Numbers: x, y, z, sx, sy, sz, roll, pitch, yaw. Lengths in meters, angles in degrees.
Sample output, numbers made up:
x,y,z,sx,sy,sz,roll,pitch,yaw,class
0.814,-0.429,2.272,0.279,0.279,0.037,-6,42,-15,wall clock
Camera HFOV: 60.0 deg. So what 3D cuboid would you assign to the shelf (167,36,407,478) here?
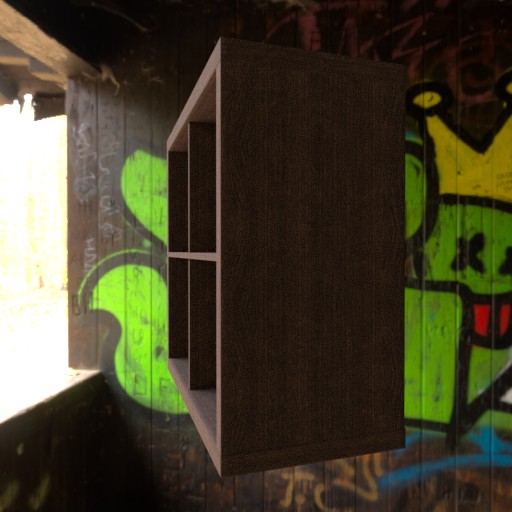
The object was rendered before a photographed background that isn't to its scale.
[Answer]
x,y,z,sx,sy,sz,roll,pitch,yaw,class
0.000,0.000,1.224,0.390,0.786,0.790,0,1,-18,shelf
